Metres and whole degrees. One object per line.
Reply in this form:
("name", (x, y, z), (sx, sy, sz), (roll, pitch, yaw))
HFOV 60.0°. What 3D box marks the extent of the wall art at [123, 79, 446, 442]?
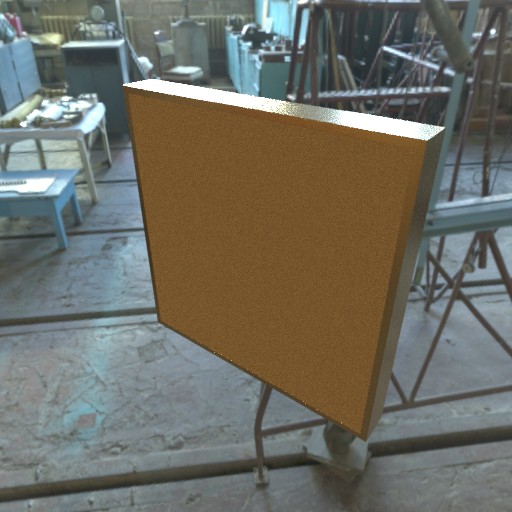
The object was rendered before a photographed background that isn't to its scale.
("wall art", (0.000, 0.000, 0.454), (0.304, 0.304, 0.038), (22, 38, 31))
